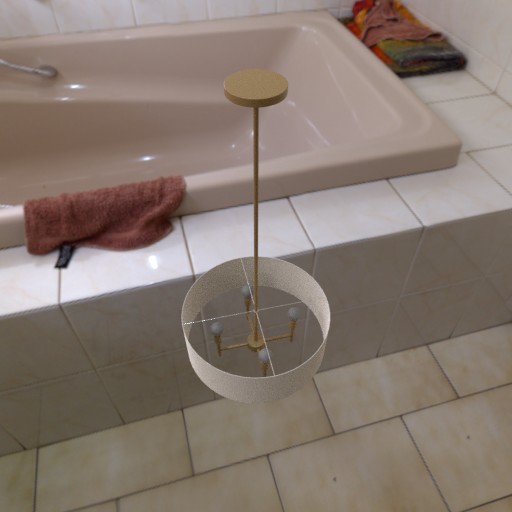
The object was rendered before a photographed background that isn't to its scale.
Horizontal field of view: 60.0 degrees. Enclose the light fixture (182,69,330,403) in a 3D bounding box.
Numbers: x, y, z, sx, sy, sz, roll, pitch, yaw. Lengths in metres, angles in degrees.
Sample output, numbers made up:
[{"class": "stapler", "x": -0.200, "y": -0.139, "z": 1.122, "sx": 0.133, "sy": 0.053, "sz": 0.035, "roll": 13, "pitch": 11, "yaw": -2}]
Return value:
[{"class": "light fixture", "x": 0.000, "y": 0.000, "z": 1.322, "sx": 0.508, "sy": 1.067, "sz": 0.508, "roll": 0, "pitch": 47, "yaw": 0}]
